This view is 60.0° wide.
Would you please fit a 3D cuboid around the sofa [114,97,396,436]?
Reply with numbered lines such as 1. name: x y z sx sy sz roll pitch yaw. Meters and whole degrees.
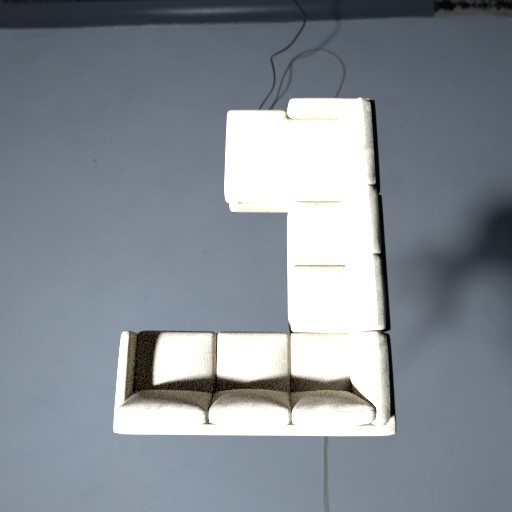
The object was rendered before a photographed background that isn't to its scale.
1. sofa: 0.000 0.000 4.636 2.593 0.959 3.460 0 76 0
